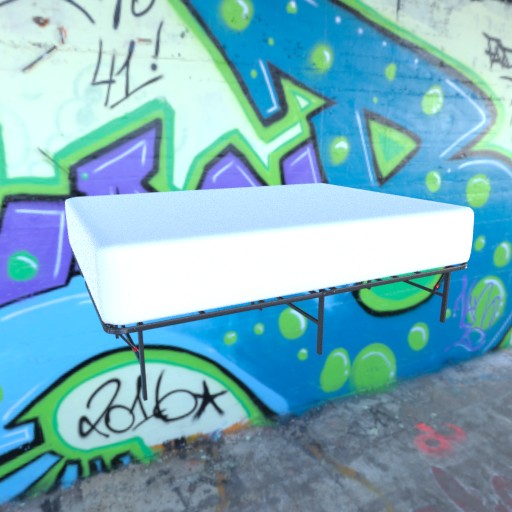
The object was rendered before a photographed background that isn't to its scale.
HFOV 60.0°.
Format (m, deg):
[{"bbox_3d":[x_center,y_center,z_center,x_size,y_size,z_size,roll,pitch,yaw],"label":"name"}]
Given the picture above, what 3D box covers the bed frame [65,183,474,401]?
[{"bbox_3d":[0.000,0.000,2.761,2.037,0.677,1.528,-8,17,-26],"label":"bed frame"}]
